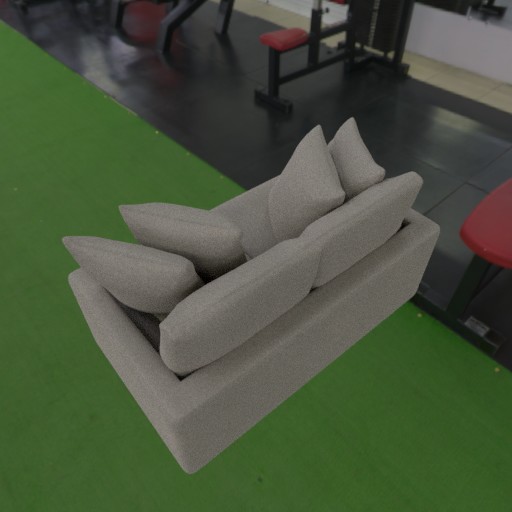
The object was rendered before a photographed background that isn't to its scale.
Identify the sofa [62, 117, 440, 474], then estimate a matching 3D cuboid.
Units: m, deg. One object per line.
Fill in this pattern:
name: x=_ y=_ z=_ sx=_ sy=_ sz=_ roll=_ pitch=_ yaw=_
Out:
sofa: x=0.000 y=0.000 z=2.587 sx=1.869 sy=1.080 sz=1.228 roll=-31 pitch=53 yaw=-27
